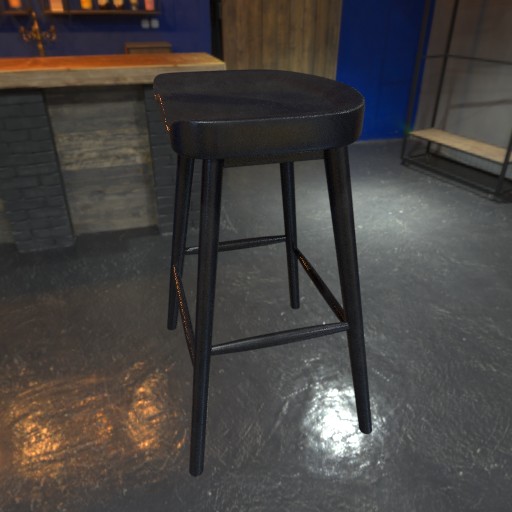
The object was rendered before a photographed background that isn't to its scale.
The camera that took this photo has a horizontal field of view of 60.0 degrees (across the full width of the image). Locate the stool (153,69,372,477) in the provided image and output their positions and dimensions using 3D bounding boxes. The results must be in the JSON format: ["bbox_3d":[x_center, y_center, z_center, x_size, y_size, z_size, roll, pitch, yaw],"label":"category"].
[{"bbox_3d":[0.000,0.000,0.853,0.361,0.615,0.440,-8,31,-13],"label":"stool"}]
